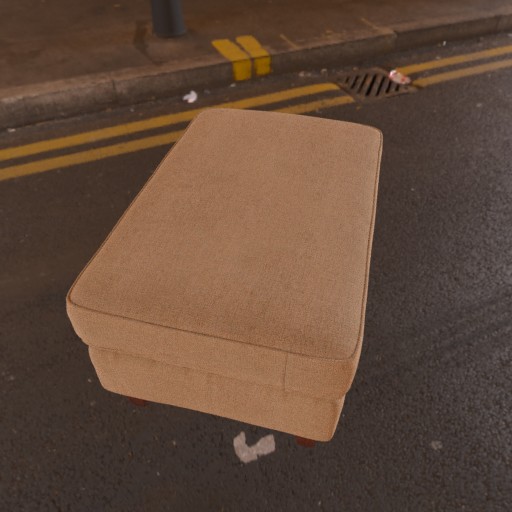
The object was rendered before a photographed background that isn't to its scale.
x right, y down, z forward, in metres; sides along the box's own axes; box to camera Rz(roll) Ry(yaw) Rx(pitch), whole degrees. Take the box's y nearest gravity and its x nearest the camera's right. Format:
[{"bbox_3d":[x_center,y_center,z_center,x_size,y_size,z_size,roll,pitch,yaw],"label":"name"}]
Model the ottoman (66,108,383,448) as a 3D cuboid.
[{"bbox_3d":[0.000,0.000,1.226,0.583,0.484,0.862,10,46,10],"label":"ottoman"}]
